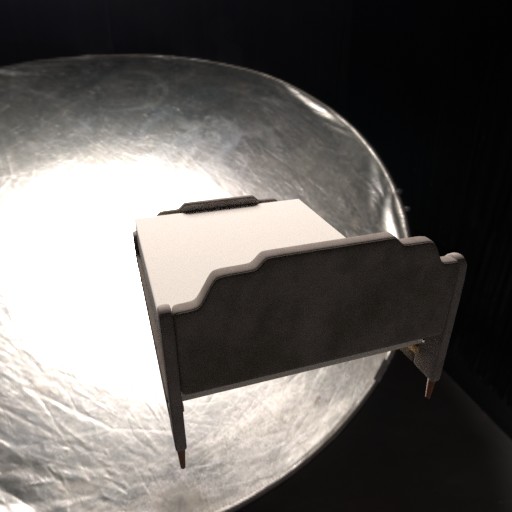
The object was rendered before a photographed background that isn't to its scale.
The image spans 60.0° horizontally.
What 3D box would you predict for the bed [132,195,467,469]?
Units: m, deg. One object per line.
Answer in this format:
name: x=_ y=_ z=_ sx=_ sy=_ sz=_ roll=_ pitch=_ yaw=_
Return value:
bed: x=0.000 y=0.000 z=3.344 sx=1.676 sy=1.245 sz=2.340 roll=-9 pitch=29 yaw=-16
